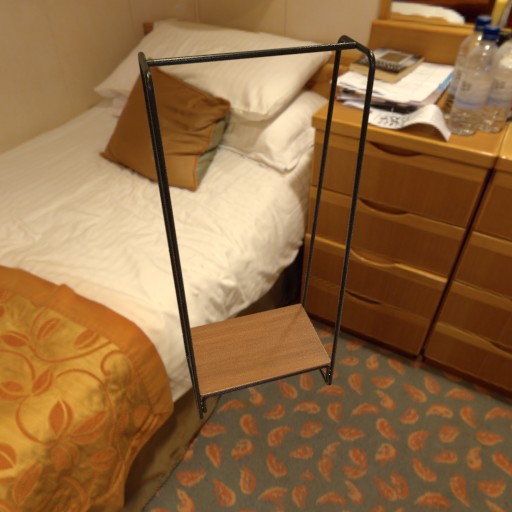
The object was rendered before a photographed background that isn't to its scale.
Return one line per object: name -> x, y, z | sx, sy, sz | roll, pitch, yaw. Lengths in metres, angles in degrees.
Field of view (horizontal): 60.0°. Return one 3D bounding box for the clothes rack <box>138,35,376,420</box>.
clothes rack -> 0.000, 0.000, 1.721 | 0.640, 1.500, 0.400 | -11, 41, -13
